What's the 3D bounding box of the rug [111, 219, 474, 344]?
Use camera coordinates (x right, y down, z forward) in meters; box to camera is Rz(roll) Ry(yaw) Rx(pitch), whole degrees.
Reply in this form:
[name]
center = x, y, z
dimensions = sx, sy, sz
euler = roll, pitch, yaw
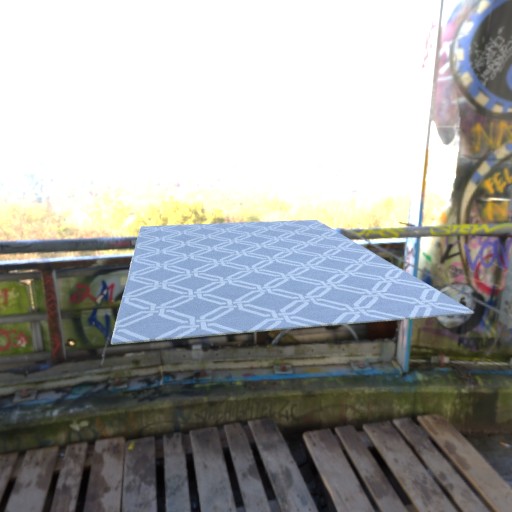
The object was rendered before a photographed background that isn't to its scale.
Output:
[rug]
center = 0.000, 0.000, 2.791
dimensions = 1.522, 0.013, 2.133
euler = -3, 16, -11
